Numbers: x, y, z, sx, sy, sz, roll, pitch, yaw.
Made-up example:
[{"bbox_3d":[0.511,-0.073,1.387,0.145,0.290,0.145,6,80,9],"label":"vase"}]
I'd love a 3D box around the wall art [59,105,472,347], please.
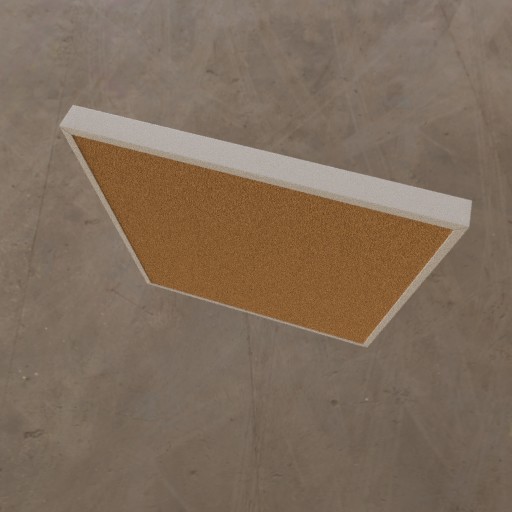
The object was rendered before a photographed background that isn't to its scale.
[{"bbox_3d":[0.000,0.000,0.760,0.508,0.508,0.037,15,64,8],"label":"wall art"}]
